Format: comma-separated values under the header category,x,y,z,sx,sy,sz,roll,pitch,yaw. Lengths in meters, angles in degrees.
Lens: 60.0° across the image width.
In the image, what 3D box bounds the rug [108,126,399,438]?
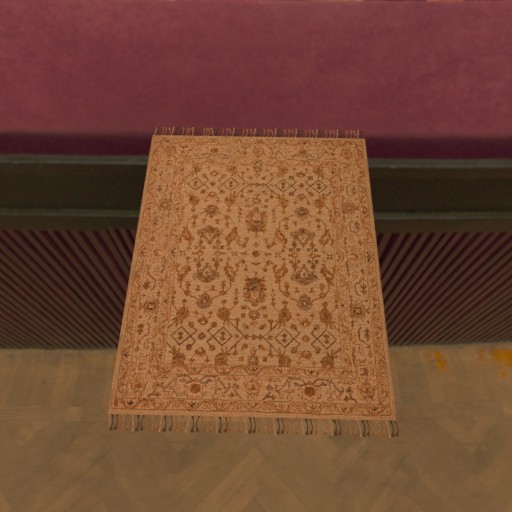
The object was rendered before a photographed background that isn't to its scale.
category,x,y,z,sx,sy,sz,roll,pitch,yaw
rug,0.000,0.000,2.303,1.278,0.009,1.726,1,64,1
